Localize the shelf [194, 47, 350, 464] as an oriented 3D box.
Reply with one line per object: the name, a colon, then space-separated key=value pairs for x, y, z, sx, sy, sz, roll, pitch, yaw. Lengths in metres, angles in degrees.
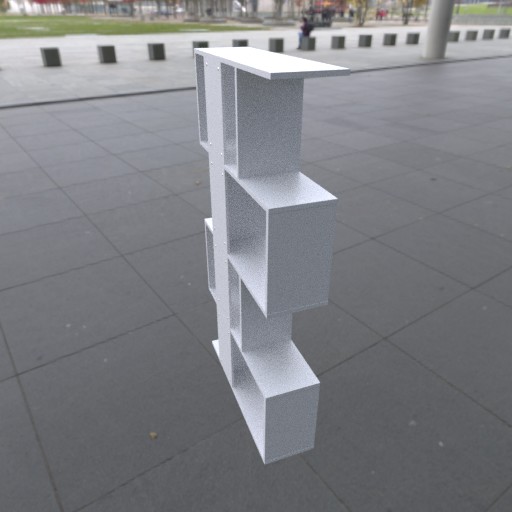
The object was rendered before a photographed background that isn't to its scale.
shelf: x=0.000 y=0.000 z=2.004 sx=0.250 sy=1.650 sz=0.890 roll=-10 pitch=31 yaw=-18
